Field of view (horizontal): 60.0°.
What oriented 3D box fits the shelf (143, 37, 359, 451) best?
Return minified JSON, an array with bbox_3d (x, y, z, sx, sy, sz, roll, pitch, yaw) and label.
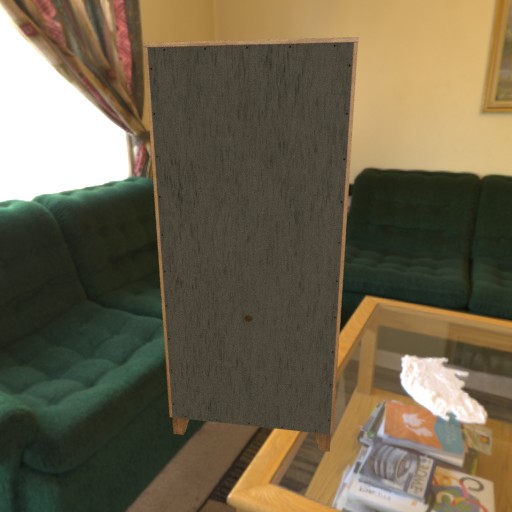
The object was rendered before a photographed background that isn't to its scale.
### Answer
[{"bbox_3d":[0.000,0.000,2.255,0.864,1.930,0.453,3,18,9],"label":"shelf"}]
